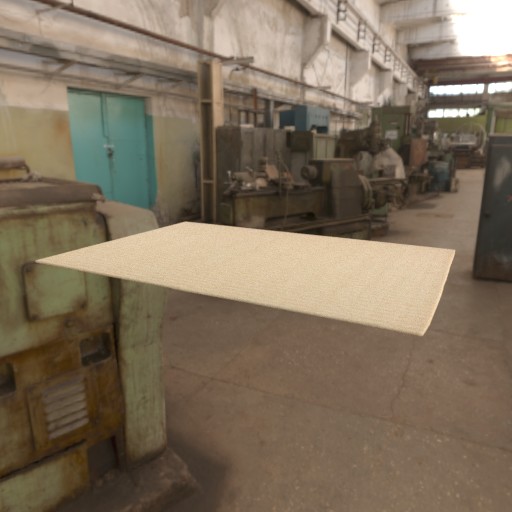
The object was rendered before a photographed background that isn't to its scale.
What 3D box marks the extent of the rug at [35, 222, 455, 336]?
[{"bbox_3d":[0.000,0.000,2.319,1.848,0.014,1.238,8,17,27],"label":"rug"}]
